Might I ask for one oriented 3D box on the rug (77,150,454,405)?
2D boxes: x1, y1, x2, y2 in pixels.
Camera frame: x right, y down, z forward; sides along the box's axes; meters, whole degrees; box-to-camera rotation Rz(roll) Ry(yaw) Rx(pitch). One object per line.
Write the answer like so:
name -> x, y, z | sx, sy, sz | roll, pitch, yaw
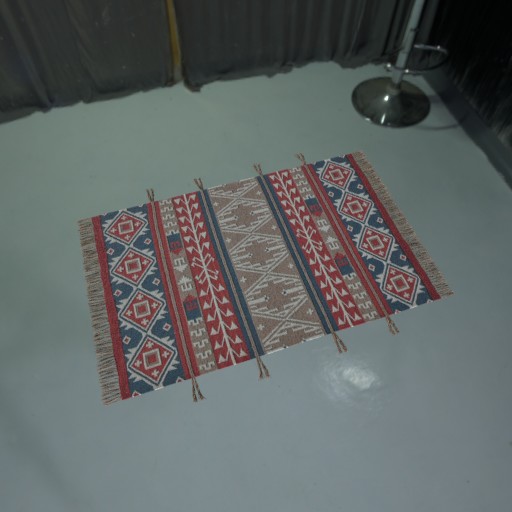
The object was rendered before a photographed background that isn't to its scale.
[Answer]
rug -> 0.000, 0.000, 2.686 | 2.025, 0.040, 1.469 | -15, 58, -10
